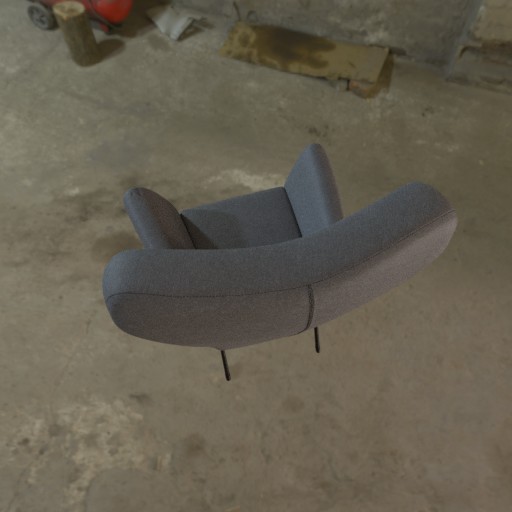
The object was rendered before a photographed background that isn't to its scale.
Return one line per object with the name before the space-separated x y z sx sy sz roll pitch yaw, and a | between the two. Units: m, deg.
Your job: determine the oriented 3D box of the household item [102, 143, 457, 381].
household item | 0.000 0.000 1.718 0.980 1.050 0.900 -15 59 -9
